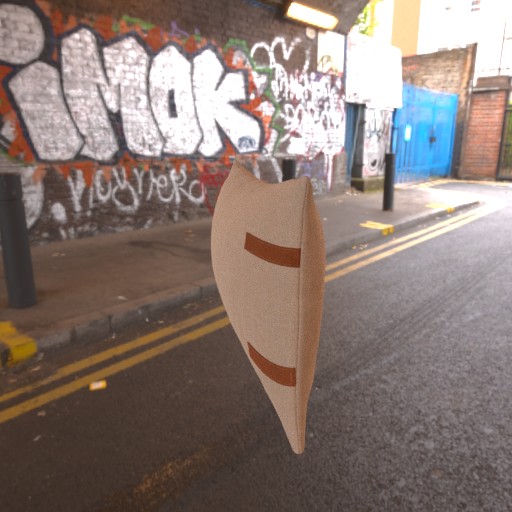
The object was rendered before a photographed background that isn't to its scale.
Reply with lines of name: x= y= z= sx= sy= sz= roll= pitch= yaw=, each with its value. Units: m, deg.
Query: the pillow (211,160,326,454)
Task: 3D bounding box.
pillow: x=0.000 y=0.000 z=0.748 sx=0.148 sy=0.308 sz=0.612 roll=-2 pitch=14 yaw=-9
